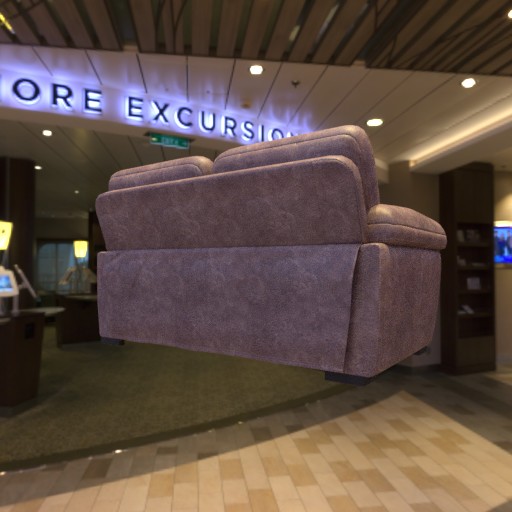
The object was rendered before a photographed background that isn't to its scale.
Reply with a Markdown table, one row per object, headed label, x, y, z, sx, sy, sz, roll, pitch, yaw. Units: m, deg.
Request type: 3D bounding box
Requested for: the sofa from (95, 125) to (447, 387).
| label | x | y | z | sx | sy | sz | roll | pitch | yaw |
| --- | --- | --- | --- | --- | --- | --- | --- | --- | --- |
| sofa | 0.000 | 0.000 | 2.404 | 1.753 | 0.991 | 0.991 | -1 | -2 | 36 |
